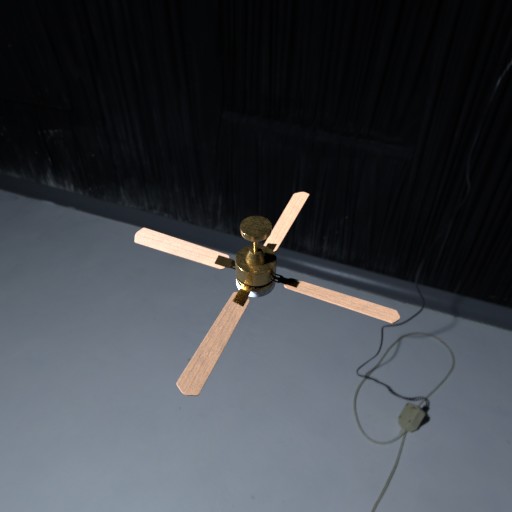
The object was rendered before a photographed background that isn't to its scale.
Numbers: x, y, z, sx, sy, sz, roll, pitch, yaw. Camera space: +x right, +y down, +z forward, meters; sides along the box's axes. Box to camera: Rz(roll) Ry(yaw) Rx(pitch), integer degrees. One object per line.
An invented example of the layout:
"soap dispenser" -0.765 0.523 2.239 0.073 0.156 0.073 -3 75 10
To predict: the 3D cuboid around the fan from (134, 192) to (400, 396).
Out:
"fan" 0.000 0.000 1.974 1.320 0.355 1.320 17 48 16
